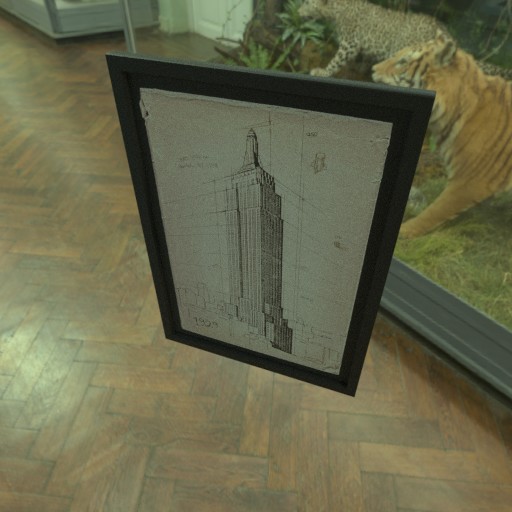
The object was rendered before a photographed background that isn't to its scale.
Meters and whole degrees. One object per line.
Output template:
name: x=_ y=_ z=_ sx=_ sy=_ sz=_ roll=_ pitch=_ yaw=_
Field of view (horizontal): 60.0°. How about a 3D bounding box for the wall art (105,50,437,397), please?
wall art: x=0.000 y=0.000 z=0.531 sx=0.303 sy=0.431 sz=0.013 roll=14 pitch=43 yaw=15
